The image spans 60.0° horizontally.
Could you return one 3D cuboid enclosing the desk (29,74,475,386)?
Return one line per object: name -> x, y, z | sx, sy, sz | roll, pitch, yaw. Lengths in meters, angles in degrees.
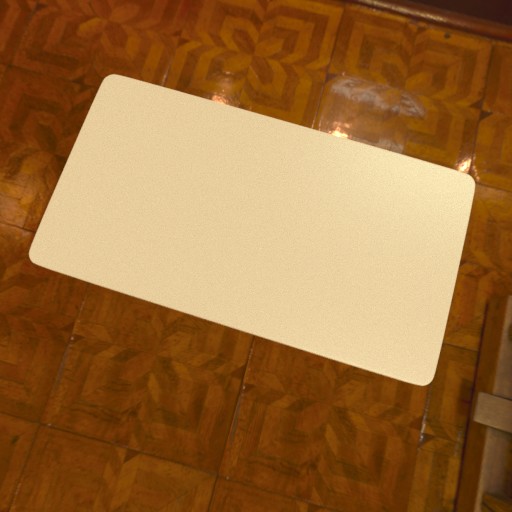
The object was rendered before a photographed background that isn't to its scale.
desk -> 0.000, 0.000, 1.325 | 0.877, 0.763, 0.475 | 17, 78, 4
